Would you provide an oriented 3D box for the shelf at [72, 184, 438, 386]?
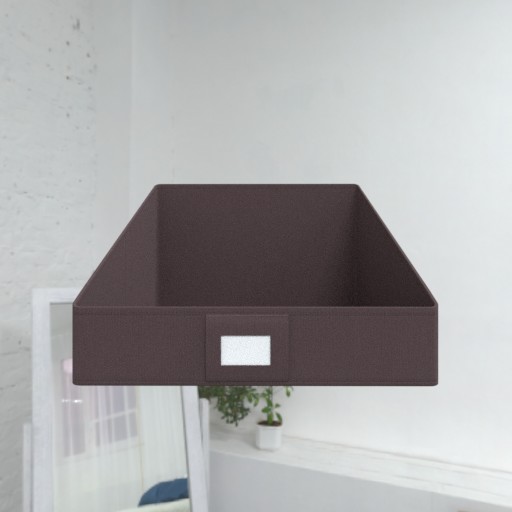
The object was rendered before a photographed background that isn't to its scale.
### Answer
[{"bbox_3d":[0.000,0.000,0.492,0.292,0.210,0.292,0,0,0],"label":"shelf"}]
